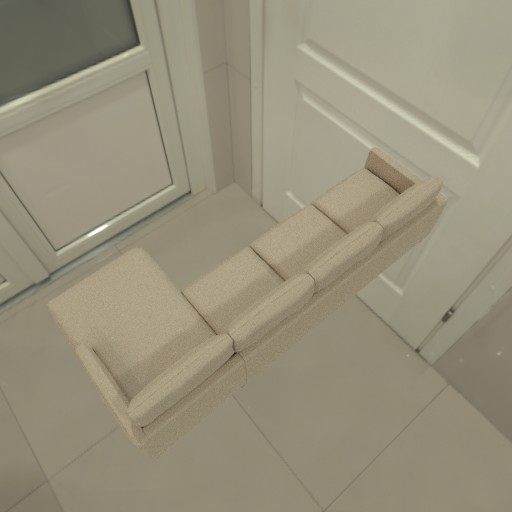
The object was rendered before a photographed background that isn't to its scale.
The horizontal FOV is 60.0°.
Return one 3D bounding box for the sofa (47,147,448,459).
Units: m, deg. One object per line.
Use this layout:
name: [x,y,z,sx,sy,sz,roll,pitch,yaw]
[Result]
sofa: [0.000,0.000,3.228,2.731,0.755,1.258,-35,64,-20]
